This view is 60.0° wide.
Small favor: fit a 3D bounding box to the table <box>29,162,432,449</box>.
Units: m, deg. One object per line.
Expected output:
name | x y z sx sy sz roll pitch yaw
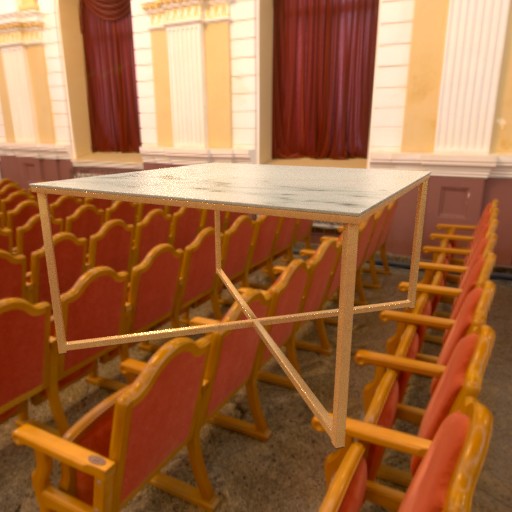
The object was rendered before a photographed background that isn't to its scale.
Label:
table | 0.000 0.000 1.273 0.800 0.450 0.800 8 18 27
